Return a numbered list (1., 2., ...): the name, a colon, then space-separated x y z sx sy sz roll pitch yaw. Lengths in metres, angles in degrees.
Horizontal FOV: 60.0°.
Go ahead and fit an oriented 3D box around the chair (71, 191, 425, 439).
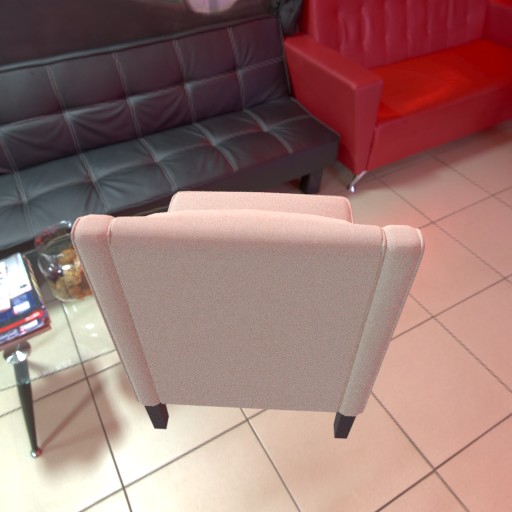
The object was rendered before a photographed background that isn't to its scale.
1. chair: 0.000 0.000 1.404 0.689 0.886 0.806 2 46 2
